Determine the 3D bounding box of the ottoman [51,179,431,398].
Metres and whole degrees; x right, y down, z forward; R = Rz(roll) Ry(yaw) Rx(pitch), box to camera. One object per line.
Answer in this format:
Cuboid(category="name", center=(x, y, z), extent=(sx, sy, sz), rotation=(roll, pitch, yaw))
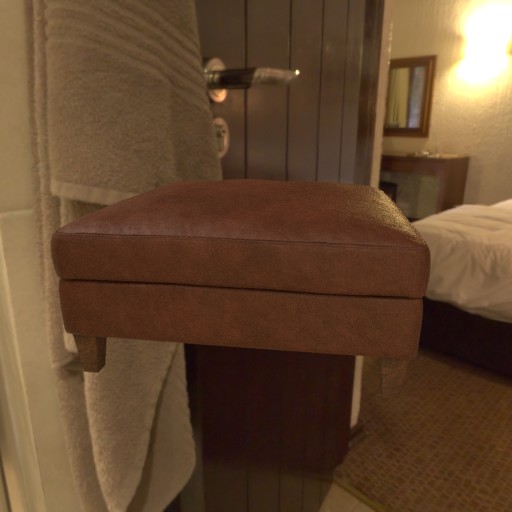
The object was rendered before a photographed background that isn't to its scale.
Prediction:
Cuboid(category="ottoman", center=(0.000, 0.000, 1.345), extent=(0.844, 0.415, 0.836), rotation=(2, 17, 8))
